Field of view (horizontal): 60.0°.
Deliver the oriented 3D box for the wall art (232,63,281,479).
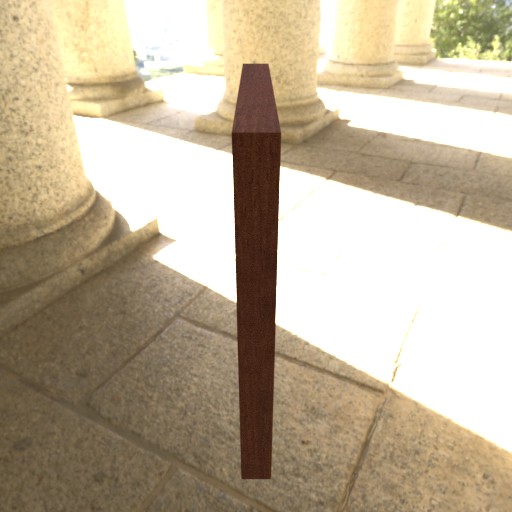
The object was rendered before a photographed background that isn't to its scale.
[{"bbox_3d":[0.000,0.000,0.622,0.039,0.449,0.377,0,31,0],"label":"wall art"}]
